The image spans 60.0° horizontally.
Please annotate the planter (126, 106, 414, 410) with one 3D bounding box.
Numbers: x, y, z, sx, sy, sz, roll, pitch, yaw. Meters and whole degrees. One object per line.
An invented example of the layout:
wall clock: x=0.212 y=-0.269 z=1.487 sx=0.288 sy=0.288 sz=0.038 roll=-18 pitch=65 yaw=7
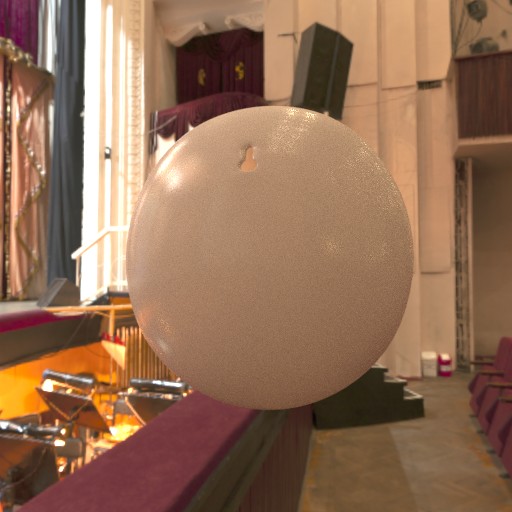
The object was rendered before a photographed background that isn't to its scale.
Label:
planter: x=0.000 y=0.000 z=0.276 sx=0.185 sy=0.188 sz=0.043 roll=-1 pitch=-2 yaw=18
